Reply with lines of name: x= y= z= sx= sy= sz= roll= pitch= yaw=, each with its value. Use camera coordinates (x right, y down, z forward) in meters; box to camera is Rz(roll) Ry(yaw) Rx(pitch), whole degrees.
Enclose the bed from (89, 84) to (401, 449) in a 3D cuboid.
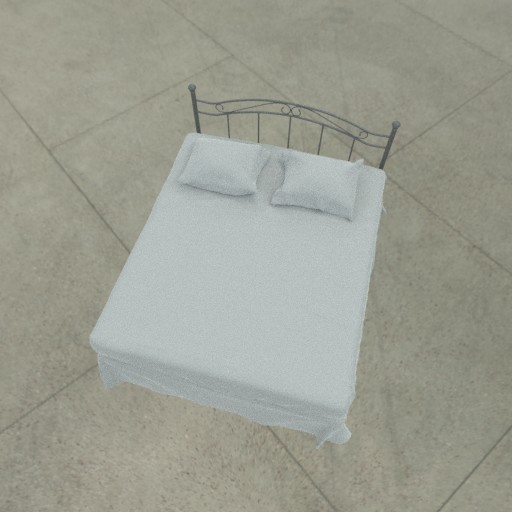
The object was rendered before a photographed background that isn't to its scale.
bed: x=0.000 y=0.000 z=3.275 sx=1.936 sy=1.080 sz=2.215 roll=13 pitch=60 yaw=8
